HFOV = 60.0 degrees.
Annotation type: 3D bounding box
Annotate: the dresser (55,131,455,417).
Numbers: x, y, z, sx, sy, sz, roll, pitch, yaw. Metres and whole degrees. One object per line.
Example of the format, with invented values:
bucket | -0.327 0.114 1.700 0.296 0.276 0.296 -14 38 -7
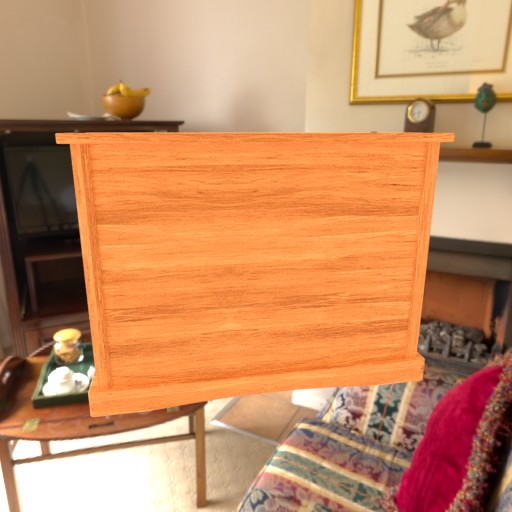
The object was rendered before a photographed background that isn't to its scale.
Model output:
dresser | 0.000 0.000 1.371 0.990 0.740 0.410 -3 16 -10
